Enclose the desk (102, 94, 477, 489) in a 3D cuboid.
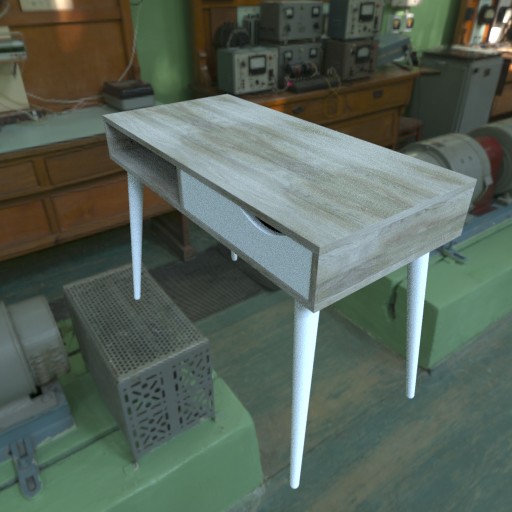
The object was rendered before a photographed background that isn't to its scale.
[{"bbox_3d":[0.000,0.000,1.371,0.491,0.723,0.979,-22,39,-30],"label":"desk"}]
